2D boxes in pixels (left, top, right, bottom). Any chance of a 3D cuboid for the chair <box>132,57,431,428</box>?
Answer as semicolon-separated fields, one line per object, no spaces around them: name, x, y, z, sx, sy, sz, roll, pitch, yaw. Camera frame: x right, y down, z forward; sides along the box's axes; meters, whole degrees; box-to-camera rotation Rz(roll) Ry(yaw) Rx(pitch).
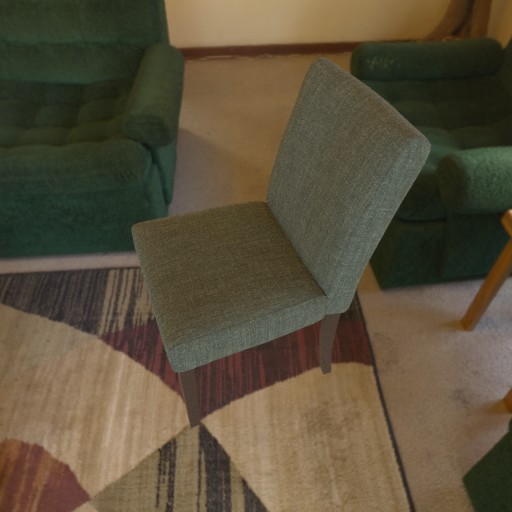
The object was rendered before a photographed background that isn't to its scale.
chair;0.000;0.000;1.266;0.629;0.884;0.487;-16;48;-15
